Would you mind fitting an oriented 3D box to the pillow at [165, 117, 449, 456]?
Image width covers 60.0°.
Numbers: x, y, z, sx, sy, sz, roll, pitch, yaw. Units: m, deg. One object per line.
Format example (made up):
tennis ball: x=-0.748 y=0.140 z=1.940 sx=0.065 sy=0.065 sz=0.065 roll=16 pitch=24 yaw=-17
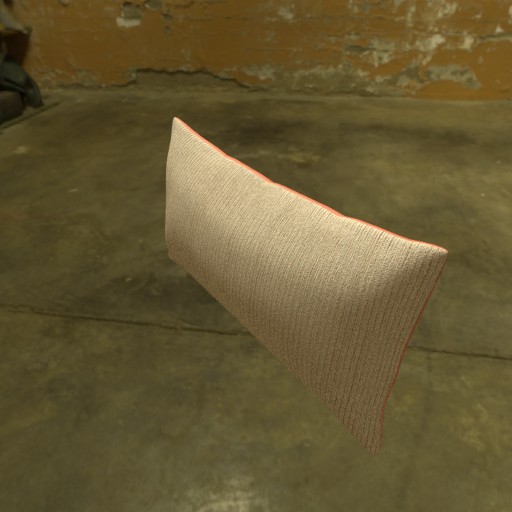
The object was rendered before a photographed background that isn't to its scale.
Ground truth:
pillow: x=0.000 y=0.000 z=0.726 sx=0.155 sy=0.307 sz=0.608 roll=-22 pitch=39 yaw=-30
